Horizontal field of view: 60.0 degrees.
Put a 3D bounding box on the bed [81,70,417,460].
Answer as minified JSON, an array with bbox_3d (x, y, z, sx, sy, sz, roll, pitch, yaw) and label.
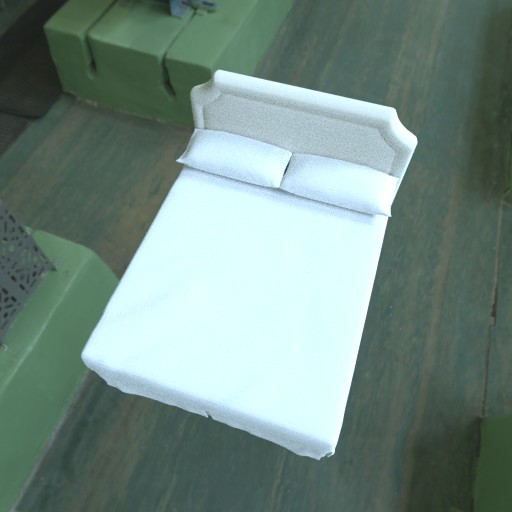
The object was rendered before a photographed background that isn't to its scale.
[{"bbox_3d":[0.000,0.000,3.752,2.134,1.524,2.548,16,61,9],"label":"bed"}]
